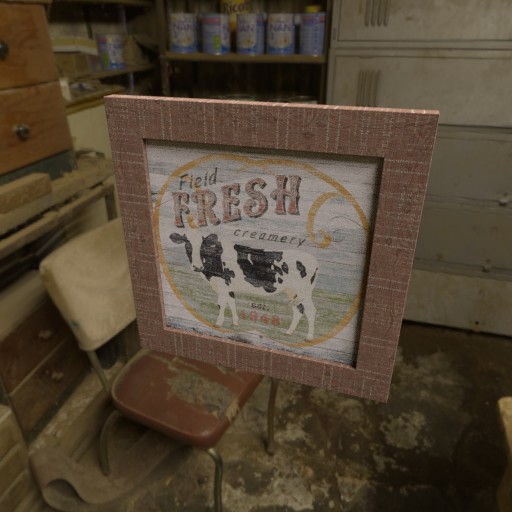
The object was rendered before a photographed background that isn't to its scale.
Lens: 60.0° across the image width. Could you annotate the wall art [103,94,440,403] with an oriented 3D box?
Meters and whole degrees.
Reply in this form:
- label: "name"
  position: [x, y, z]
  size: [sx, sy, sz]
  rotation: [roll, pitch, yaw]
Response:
- label: "wall art"
  position: [0.000, 0.000, 0.806]
  size: [0.531, 0.531, 0.029]
  rotation: [9, 29, 16]
